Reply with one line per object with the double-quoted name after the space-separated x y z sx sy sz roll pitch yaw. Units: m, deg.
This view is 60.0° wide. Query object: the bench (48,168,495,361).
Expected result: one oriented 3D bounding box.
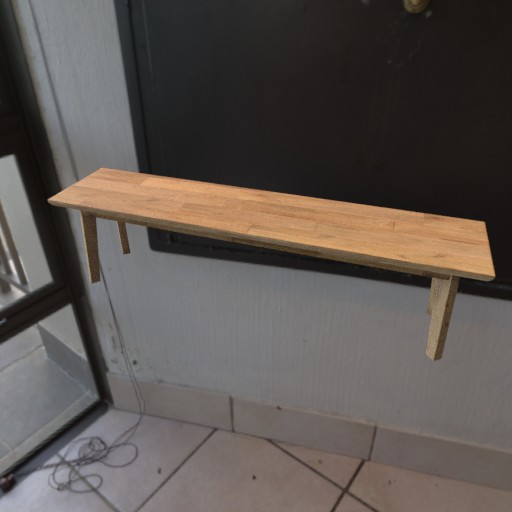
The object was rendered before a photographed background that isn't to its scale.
0.000 0.000 1.871 1.698 0.431 0.378 10 34 16 "bench"
